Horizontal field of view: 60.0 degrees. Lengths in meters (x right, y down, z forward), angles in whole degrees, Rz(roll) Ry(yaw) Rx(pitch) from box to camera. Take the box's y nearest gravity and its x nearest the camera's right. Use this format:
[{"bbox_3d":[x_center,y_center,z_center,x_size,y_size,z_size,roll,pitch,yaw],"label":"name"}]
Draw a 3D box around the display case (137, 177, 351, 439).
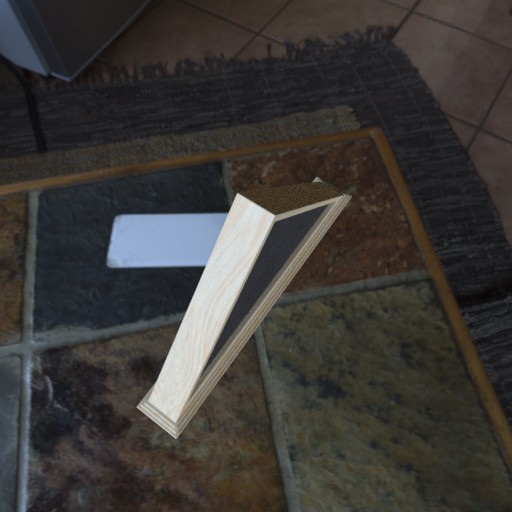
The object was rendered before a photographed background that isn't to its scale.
[{"bbox_3d":[0.000,0.000,0.782,0.095,0.340,0.640,32,69,14],"label":"display case"}]
